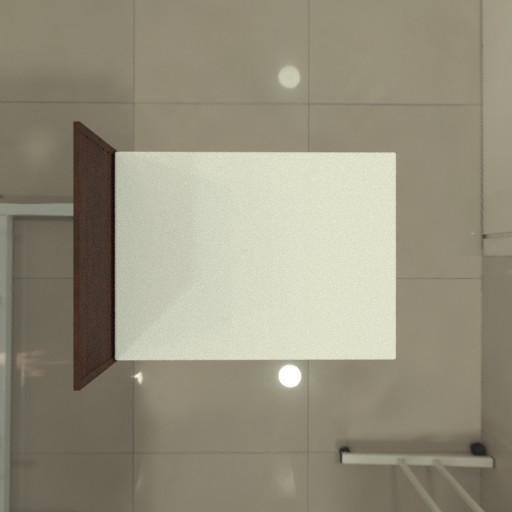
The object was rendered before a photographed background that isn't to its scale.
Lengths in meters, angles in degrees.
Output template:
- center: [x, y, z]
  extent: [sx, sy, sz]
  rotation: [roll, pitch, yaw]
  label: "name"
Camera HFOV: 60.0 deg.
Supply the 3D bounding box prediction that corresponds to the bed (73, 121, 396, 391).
- center: [0.000, 0.000, 3.280]
  extent: [2.184, 1.270, 1.600]
  rotation: [0, 90, -1]
  label: "bed"
